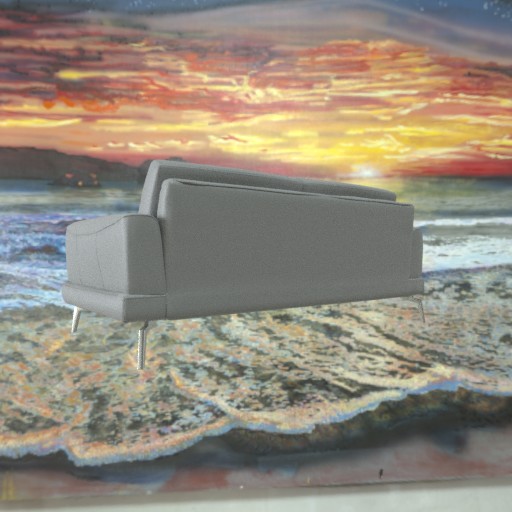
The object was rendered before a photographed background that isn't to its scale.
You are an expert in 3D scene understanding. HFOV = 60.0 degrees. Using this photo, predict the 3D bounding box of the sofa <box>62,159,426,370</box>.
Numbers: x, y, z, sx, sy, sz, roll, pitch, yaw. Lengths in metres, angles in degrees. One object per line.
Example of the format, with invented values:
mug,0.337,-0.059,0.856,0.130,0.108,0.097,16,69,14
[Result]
sofa,0.000,0.000,2.855,2.177,0.930,1.121,0,1,-36
